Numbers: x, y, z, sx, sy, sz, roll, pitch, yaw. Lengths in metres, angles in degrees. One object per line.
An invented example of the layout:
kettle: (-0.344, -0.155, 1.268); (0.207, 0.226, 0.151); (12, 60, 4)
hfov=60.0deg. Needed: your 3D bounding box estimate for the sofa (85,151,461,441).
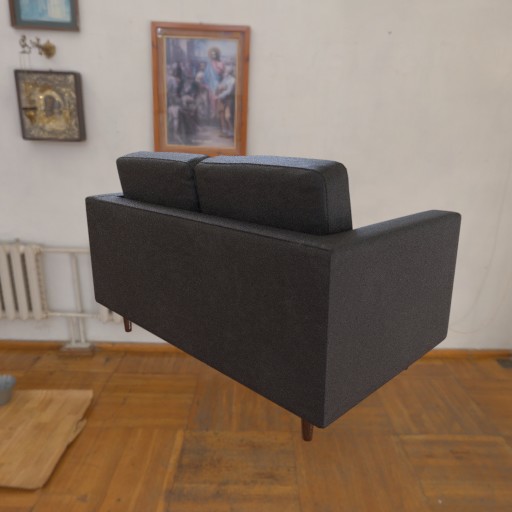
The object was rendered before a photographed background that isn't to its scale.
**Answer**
sofa: (0.000, 0.000, 1.964); (0.879, 0.899, 1.430); (-14, 21, -43)
